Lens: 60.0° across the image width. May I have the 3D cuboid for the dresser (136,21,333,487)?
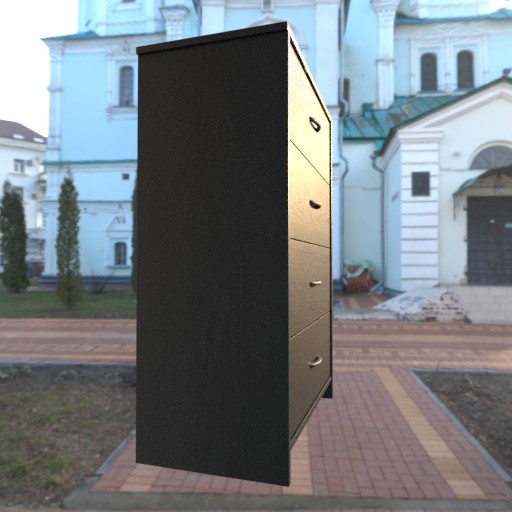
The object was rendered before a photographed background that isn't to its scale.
[{"bbox_3d":[0.000,0.000,1.354,0.398,1.020,0.700,0,-1,18],"label":"dresser"}]
